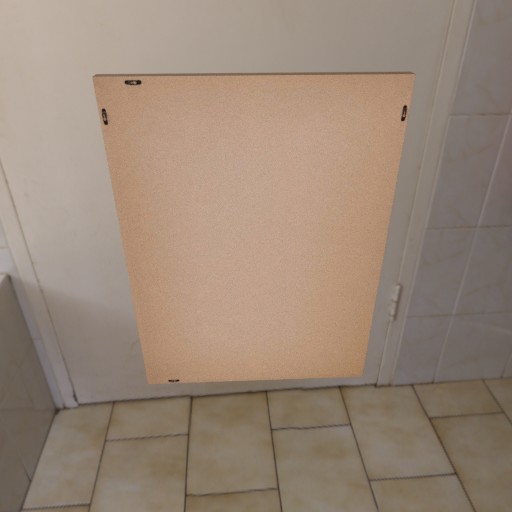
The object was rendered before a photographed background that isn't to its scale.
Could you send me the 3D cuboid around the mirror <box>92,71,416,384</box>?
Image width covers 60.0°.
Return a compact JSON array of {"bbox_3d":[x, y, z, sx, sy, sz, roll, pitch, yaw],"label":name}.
[{"bbox_3d":[0.000,0.000,1.321,0.762,1.016,0.040,-1,32,-2],"label":"mirror"}]
